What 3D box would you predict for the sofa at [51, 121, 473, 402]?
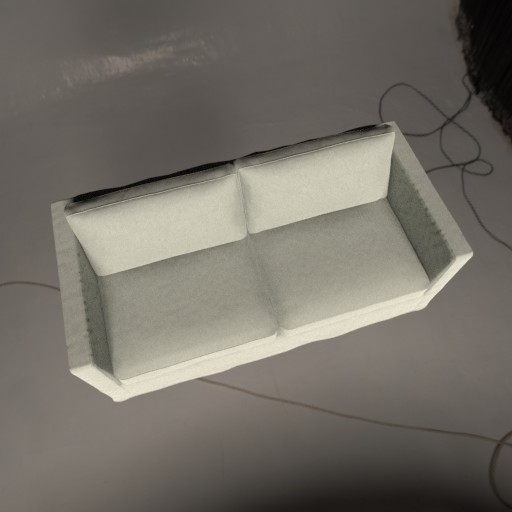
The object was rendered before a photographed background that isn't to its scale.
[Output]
[{"bbox_3d":[0.000,0.000,2.487,1.987,0.870,0.940,-15,64,-8],"label":"sofa"}]
